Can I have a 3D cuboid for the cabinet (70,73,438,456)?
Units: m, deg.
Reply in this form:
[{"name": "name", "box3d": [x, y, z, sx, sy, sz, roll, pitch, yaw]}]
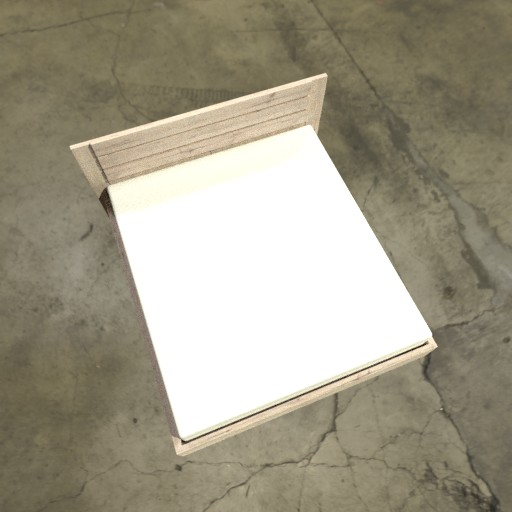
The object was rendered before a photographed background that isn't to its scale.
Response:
[{"name": "cabinet", "box3d": [0.000, 0.000, 3.203, 1.950, 0.970, 2.080, -19, 65, -9]}]
